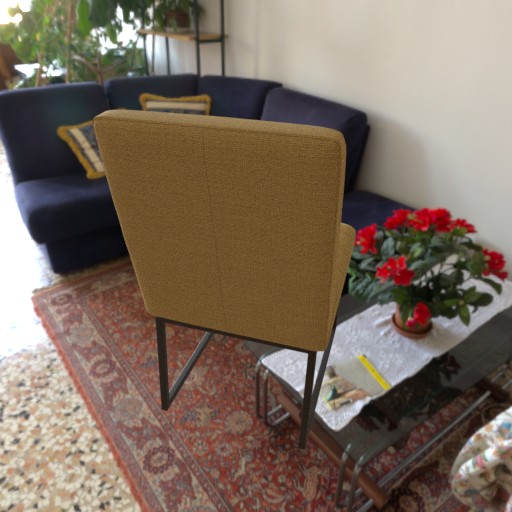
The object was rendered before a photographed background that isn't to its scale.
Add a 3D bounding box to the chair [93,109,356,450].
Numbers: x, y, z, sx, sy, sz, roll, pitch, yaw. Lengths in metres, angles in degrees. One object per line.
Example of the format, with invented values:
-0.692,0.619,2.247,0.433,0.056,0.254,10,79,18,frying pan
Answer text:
0.000,0.000,1.306,0.520,0.930,0.634,10,33,15,chair
